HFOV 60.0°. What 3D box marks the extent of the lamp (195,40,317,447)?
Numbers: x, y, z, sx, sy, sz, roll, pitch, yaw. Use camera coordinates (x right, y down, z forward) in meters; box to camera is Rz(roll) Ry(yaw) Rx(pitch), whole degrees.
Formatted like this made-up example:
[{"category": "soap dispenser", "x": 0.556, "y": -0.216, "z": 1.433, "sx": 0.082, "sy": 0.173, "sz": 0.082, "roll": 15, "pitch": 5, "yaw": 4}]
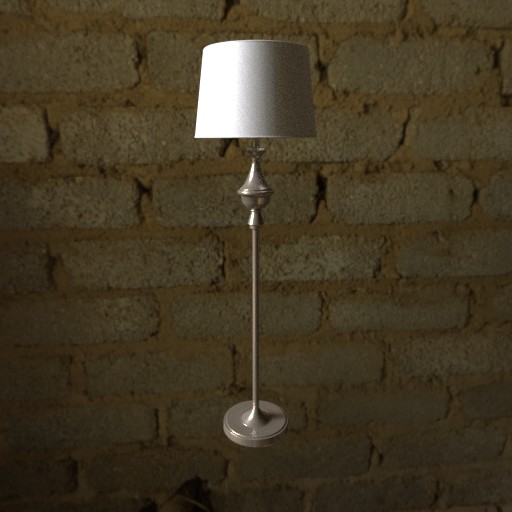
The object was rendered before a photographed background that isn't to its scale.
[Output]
[{"category": "lamp", "x": 0.000, "y": 0.000, "z": 1.683, "sx": 0.431, "sy": 1.488, "sz": 0.431, "roll": 0, "pitch": 15, "yaw": 0}]
